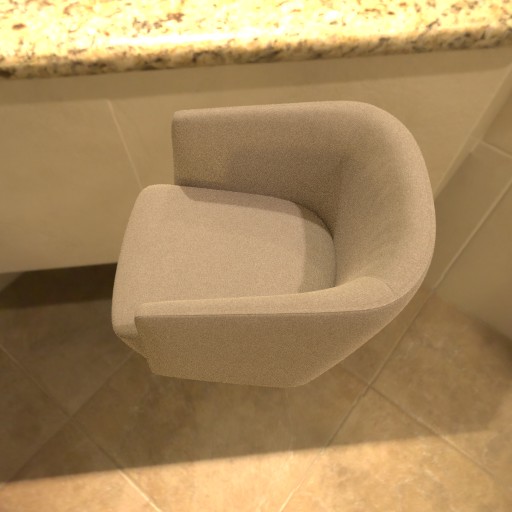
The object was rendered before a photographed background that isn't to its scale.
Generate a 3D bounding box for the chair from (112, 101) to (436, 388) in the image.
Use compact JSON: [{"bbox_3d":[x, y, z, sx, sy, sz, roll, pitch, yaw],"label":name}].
[{"bbox_3d":[0.000,0.000,1.608,0.986,0.861,0.822,2,59,1],"label":"chair"}]
